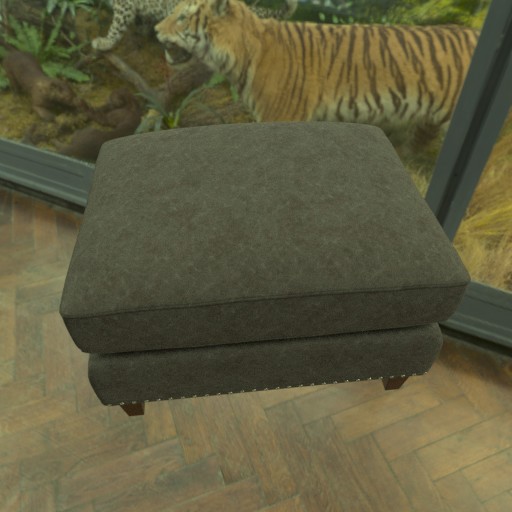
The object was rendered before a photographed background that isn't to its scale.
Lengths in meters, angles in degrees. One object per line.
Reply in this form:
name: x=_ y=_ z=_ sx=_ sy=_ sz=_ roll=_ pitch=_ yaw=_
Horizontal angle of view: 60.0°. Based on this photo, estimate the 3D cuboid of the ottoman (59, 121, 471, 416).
ottoman: x=0.000 y=0.000 z=1.091 sx=0.741 sy=0.513 sz=0.584 roll=-4 pitch=45 yaw=-4
